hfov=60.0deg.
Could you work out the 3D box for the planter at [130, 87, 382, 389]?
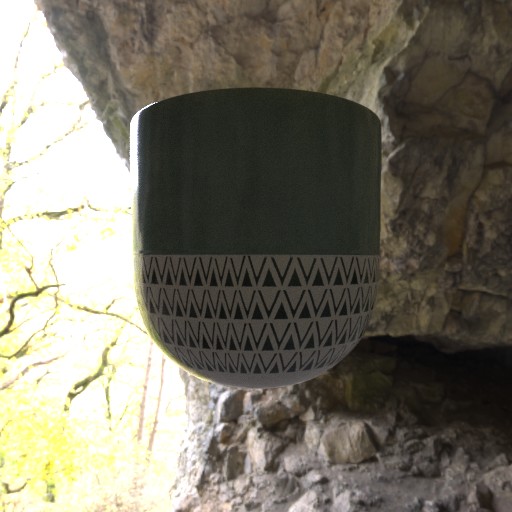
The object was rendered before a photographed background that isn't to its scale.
[{"bbox_3d":[0.000,0.000,0.487,0.266,0.270,0.266,0,0,0],"label":"planter"}]
